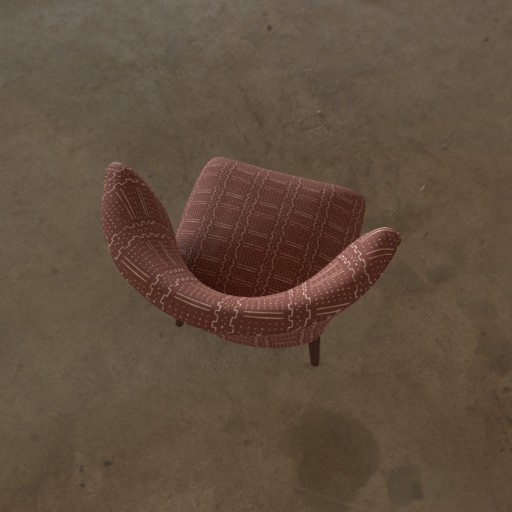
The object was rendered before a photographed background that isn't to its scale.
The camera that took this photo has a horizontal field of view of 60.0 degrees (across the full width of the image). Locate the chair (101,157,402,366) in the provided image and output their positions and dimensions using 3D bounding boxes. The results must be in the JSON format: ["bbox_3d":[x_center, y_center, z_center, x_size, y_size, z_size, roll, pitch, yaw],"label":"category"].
[{"bbox_3d":[0.000,0.000,1.400,0.706,0.866,0.758,15,65,7],"label":"chair"}]
